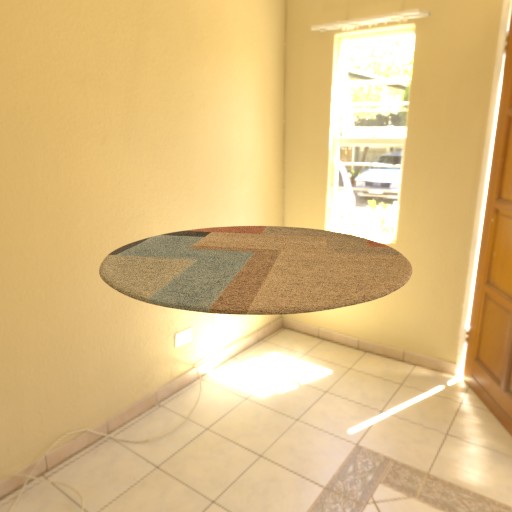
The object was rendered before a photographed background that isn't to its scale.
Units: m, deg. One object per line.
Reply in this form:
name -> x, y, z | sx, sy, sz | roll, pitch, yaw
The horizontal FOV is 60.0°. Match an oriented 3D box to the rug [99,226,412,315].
rug -> 0.000, 0.000, 3.677 | 2.461, 0.033, 2.461 | 0, 15, 0
